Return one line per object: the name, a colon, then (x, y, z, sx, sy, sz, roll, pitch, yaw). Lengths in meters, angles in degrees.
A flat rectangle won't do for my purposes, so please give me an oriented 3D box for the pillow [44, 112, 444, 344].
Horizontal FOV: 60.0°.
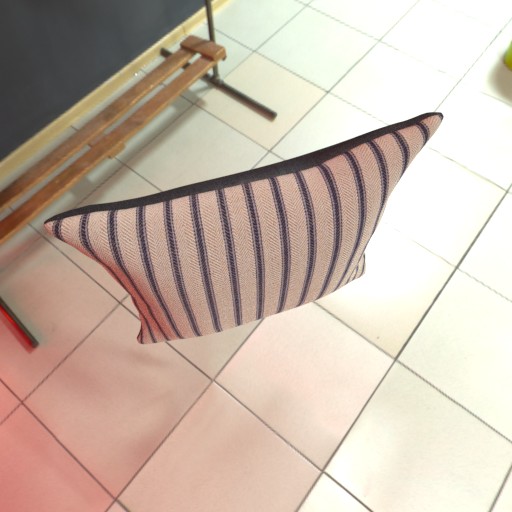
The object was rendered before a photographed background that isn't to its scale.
pillow: (0.000, 0.000, 0.679, 0.468, 0.444, 0.138, -17, 65, -8)
